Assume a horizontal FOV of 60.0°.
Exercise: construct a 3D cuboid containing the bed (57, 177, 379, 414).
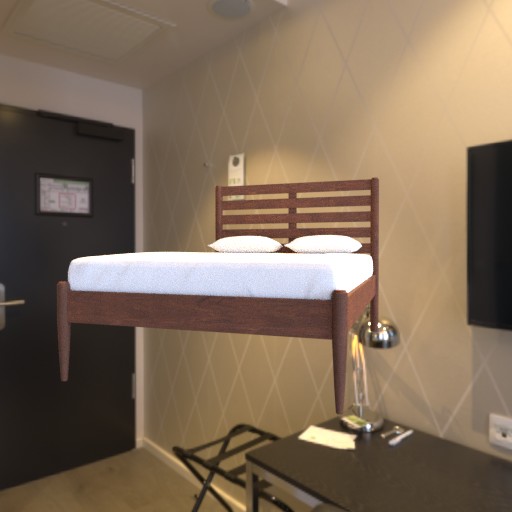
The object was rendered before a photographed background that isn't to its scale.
[{"bbox_3d":[0.000,0.000,3.052,1.509,1.304,2.093,0,1,19],"label":"bed"}]
